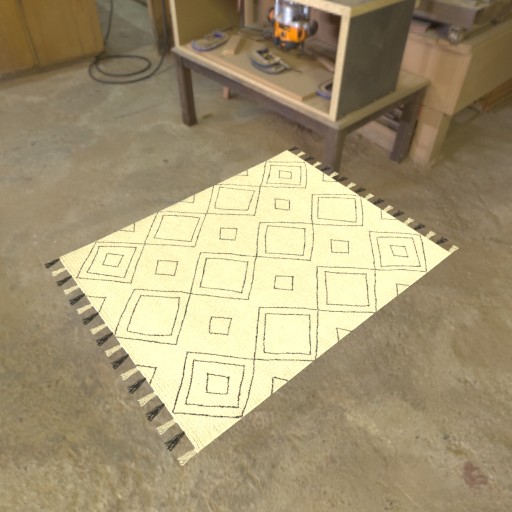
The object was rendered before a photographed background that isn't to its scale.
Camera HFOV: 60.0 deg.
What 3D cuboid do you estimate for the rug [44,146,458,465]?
[{"bbox_3d":[0.000,0.000,4.232,3.221,0.026,2.342,-31,53,-26],"label":"rug"}]
